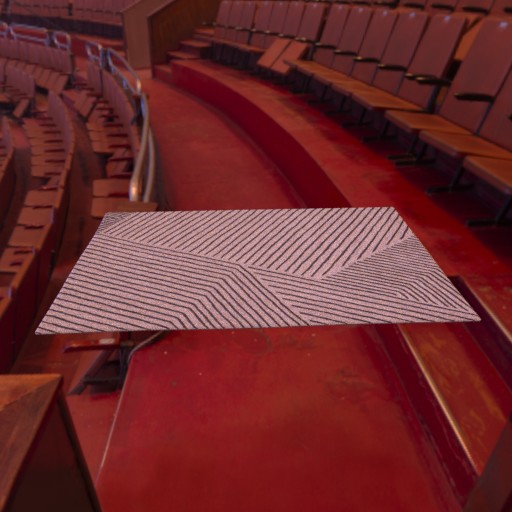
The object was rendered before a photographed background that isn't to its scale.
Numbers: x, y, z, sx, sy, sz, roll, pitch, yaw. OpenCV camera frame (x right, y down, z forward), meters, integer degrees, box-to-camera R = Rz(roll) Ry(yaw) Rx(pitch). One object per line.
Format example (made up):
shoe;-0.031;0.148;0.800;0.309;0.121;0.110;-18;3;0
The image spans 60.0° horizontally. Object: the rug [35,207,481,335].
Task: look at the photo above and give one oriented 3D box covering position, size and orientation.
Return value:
rug;0.000;0.000;3.040;2.406;0.023;1.539;-1;30;-2
